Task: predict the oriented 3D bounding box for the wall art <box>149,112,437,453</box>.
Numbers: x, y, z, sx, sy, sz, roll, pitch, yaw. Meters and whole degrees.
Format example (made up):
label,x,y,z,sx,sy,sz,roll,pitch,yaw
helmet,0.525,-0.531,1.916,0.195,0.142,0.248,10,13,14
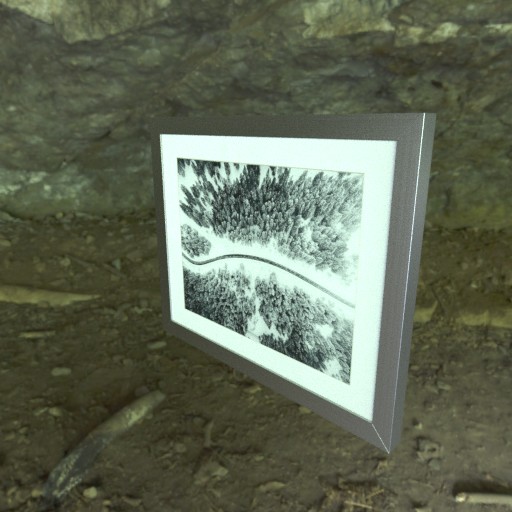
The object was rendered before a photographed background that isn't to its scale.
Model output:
label,x,y,z,sx,sy,sz,roll,pitch,yaw
wall art,0.000,0.000,0.756,0.557,0.456,0.032,16,23,42
